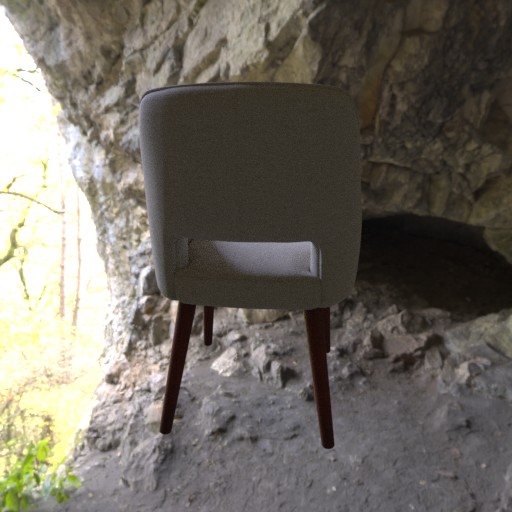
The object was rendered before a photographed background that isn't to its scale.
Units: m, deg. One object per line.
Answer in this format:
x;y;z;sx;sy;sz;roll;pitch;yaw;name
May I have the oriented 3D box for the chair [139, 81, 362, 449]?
0.000;0.000;1.215;0.560;0.840;0.580;2;16;7;chair
